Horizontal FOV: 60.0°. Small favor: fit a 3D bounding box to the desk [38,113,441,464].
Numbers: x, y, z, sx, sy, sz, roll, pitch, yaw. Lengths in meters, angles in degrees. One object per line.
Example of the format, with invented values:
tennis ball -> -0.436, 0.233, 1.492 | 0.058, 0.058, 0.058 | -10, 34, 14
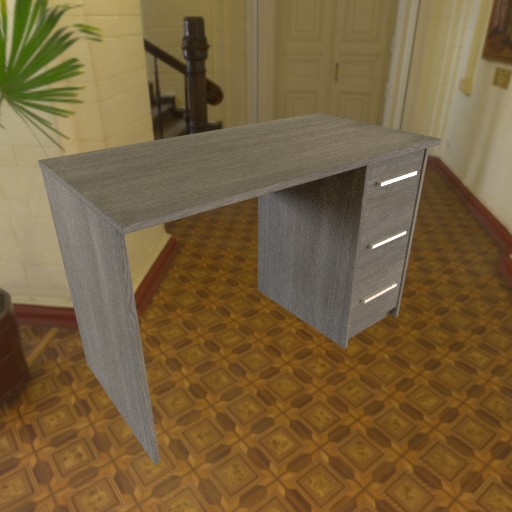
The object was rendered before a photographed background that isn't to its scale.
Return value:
desk -> 0.000, 0.000, 1.508 | 1.097, 0.735, 0.560 | -21, 35, -33
